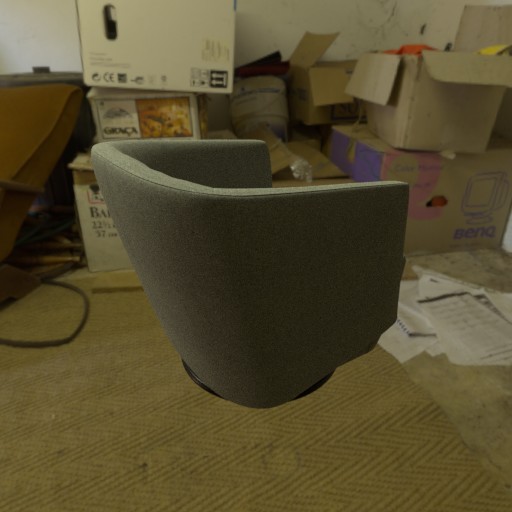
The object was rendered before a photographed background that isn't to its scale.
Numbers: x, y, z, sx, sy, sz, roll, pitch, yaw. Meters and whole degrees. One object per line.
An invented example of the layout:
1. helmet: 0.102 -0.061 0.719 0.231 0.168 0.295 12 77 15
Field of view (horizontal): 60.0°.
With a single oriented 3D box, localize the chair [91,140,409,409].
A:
1. chair: 0.000 0.000 1.616 0.986 0.861 0.822 -17 31 -31
